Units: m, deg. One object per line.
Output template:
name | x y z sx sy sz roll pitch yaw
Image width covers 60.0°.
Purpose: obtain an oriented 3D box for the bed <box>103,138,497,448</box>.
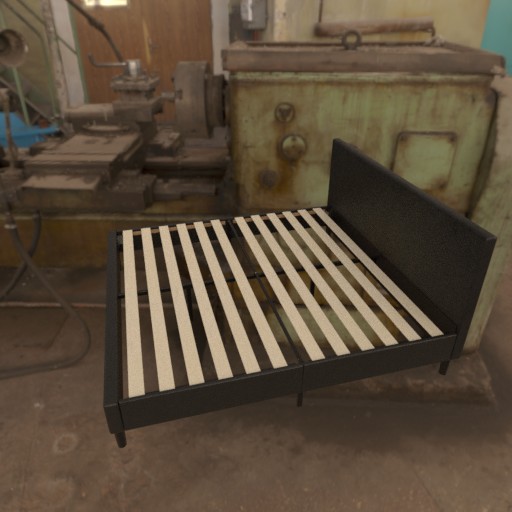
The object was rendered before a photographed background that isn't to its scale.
bed | 0.000 0.000 3.240 2.152 1.046 2.018 -8 31 -13
